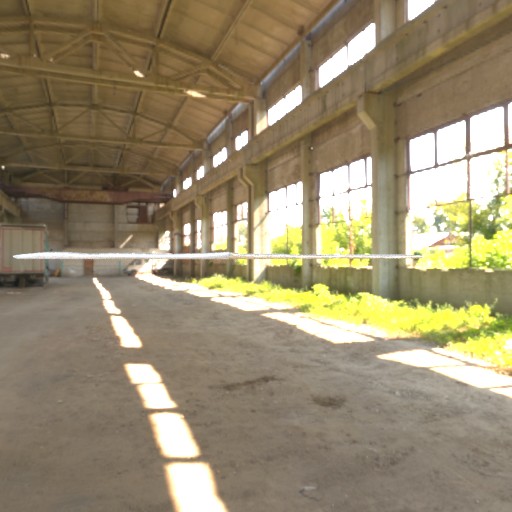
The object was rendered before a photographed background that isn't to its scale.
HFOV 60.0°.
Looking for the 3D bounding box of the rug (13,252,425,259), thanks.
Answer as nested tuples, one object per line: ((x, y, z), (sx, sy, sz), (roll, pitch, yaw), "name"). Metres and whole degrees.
((0.000, 0.000, 2.963), (1.537, 0.036, 2.447), (0, 0, 36), "rug")
